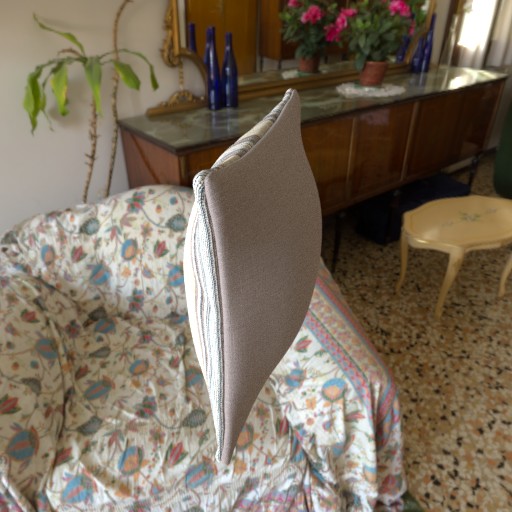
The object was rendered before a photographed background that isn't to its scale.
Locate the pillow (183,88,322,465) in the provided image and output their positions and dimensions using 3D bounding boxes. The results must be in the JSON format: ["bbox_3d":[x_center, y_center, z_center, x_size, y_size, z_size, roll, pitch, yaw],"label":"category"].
[{"bbox_3d":[0.000,0.000,0.676,0.189,0.416,0.435,8,32,13],"label":"pillow"}]
